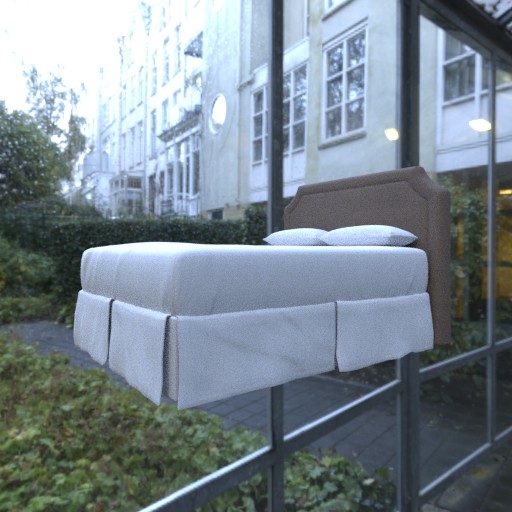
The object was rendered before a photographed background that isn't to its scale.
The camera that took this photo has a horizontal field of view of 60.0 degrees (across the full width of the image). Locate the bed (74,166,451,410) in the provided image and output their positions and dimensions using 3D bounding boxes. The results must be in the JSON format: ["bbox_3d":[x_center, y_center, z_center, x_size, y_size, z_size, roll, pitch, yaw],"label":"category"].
[{"bbox_3d":[0.000,0.000,3.102,2.116,1.290,1.693,-1,1,-36],"label":"bed"}]
